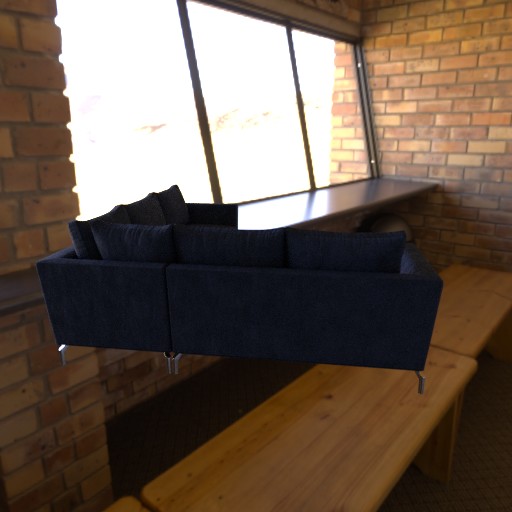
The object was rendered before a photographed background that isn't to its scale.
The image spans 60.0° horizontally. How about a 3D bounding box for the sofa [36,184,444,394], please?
[{"bbox_3d":[0.000,0.000,3.860,2.472,0.988,2.463,2,16,8],"label":"sofa"}]
